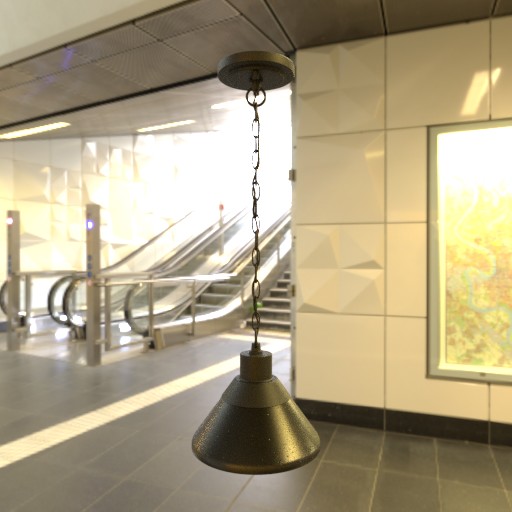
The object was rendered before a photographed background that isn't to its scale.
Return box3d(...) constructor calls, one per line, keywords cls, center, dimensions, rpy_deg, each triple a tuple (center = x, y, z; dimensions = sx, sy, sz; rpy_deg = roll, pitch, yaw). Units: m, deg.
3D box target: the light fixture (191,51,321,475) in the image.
box3d(cls="light fixture", center=(0.000, 0.000, 0.695), dimensions=(0.201, 0.588, 0.201), rpy_deg=(0, 0, 1))
